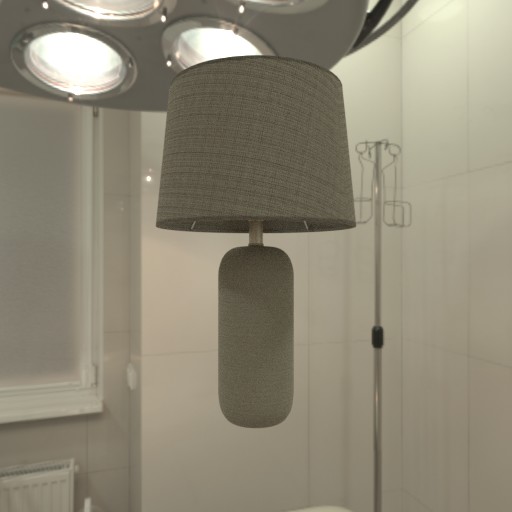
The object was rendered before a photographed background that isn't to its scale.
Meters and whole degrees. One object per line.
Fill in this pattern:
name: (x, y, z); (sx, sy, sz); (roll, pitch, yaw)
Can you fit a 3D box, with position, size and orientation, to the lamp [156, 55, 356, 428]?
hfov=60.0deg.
lamp: (0.000, 0.000, 0.831); (0.367, 0.609, 0.367); (0, 0, 0)
